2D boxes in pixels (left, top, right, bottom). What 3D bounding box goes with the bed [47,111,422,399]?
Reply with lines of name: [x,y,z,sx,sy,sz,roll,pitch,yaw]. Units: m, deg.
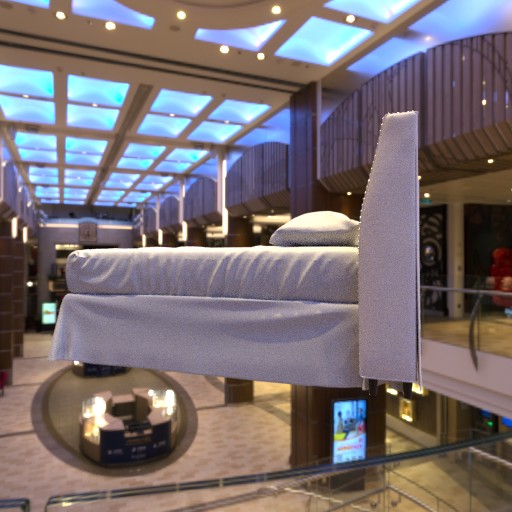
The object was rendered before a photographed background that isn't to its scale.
bed: [0.000,0.000,3.261,2.276,1.332,1.925,0,-1,20]
